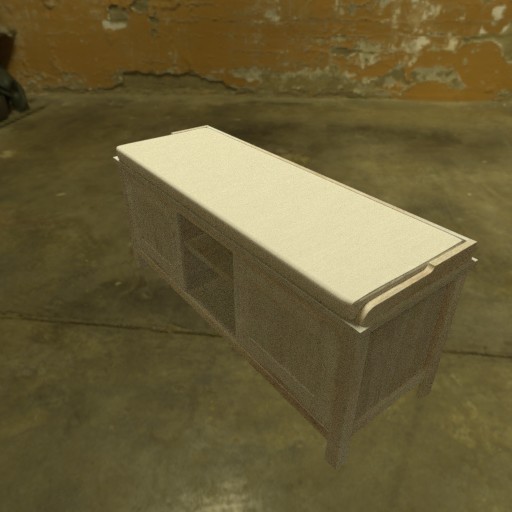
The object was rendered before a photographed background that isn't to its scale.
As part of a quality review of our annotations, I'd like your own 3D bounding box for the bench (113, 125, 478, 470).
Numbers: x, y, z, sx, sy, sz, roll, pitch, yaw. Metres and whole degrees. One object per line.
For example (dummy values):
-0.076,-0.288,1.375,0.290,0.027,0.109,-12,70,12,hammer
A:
0.000,0.000,1.395,0.398,0.501,1.140,-23,39,-31,bench
